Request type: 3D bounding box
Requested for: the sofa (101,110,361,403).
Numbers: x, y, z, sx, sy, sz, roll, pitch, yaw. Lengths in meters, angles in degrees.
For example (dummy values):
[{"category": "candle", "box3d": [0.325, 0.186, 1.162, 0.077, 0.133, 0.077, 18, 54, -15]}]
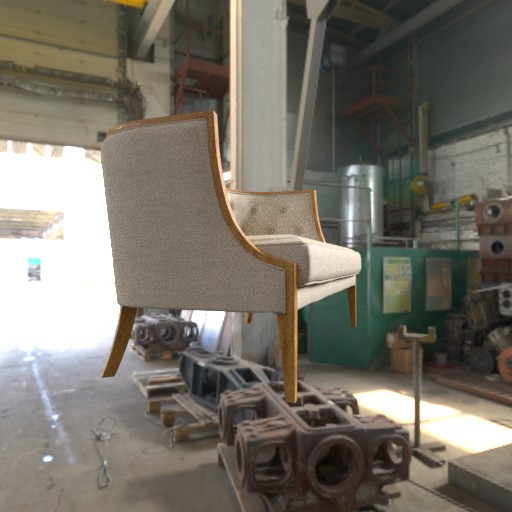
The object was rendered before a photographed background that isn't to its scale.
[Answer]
[{"category": "sofa", "box3d": [0.000, 0.000, 1.928, 0.770, 0.775, 1.474, 0, -1, 19]}]
